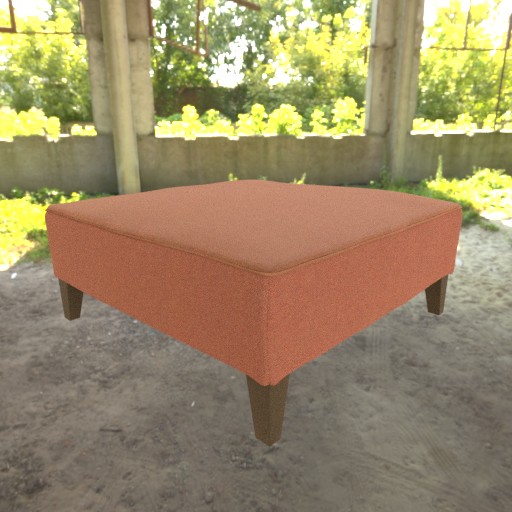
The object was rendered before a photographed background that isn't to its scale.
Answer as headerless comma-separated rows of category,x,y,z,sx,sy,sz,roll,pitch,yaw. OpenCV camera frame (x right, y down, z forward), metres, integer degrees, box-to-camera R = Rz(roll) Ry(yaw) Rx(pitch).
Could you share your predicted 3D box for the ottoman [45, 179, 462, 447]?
ottoman,0.000,0.000,1.499,0.997,0.438,0.999,15,22,41
